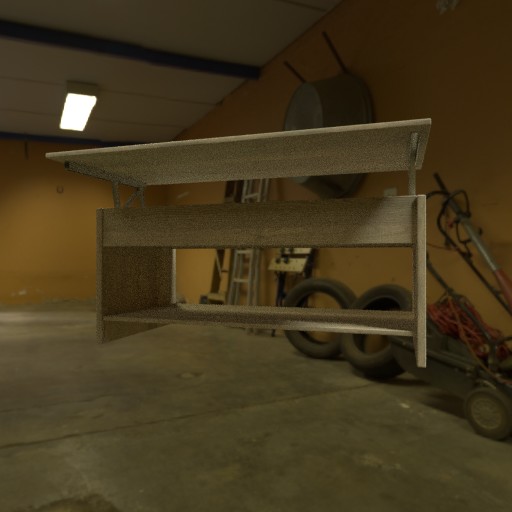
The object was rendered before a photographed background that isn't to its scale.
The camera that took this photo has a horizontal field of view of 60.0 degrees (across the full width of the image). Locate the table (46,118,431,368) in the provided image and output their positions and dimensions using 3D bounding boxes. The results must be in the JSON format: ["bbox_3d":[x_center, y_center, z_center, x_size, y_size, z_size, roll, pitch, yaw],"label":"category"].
[{"bbox_3d":[0.000,0.000,1.415,1.000,0.570,0.712,0,0,18],"label":"table"}]
